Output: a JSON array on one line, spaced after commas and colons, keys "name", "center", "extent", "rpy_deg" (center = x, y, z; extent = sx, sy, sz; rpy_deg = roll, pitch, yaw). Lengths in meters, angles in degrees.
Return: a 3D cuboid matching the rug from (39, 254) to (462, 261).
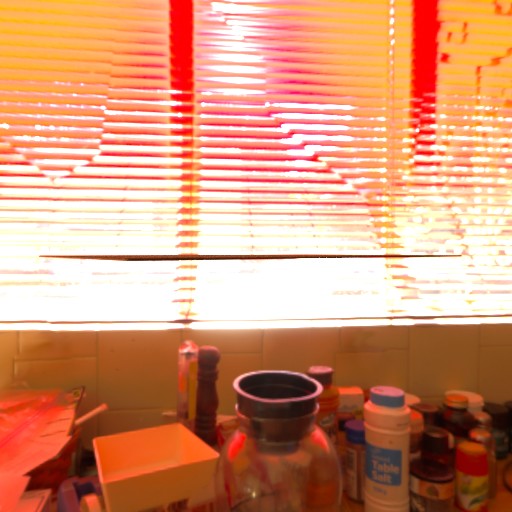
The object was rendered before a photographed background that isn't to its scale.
[{"name": "rug", "center": [0.000, 0.000, 2.291], "extent": [1.829, 0.010, 1.219], "rpy_deg": [0, 1, -37]}]
